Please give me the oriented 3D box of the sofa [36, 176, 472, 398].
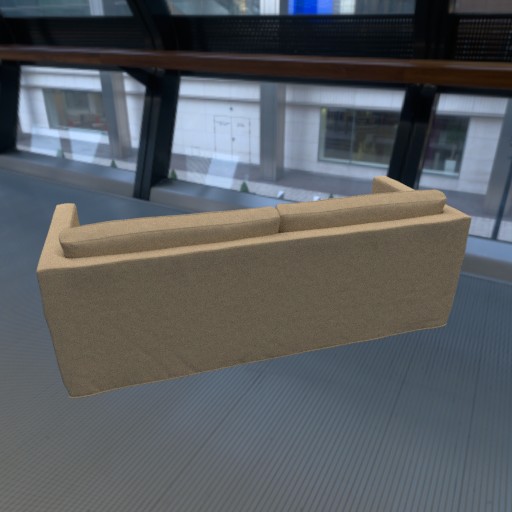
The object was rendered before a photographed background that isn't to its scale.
[{"bbox_3d":[0.000,0.000,2.731,2.312,0.853,0.962,-7,27,-15],"label":"sofa"}]
